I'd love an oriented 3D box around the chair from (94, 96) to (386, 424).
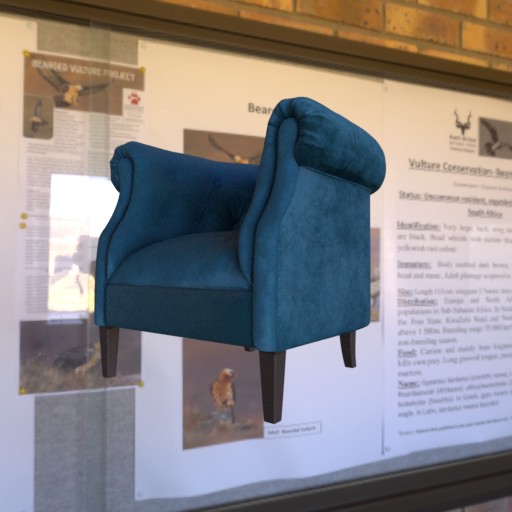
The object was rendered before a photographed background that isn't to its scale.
[{"bbox_3d":[0.000,0.000,1.600,0.904,0.826,0.851,-1,-1,38],"label":"chair"}]
